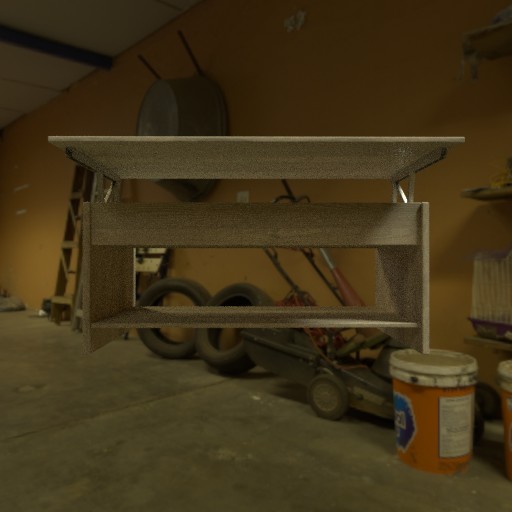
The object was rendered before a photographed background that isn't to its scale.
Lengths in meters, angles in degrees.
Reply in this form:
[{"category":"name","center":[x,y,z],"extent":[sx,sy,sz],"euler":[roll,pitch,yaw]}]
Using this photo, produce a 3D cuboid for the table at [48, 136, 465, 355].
[{"category":"table","center":[0.000,0.000,1.417],"extent":[1.000,0.570,0.712],"euler":[0,0,0]}]
